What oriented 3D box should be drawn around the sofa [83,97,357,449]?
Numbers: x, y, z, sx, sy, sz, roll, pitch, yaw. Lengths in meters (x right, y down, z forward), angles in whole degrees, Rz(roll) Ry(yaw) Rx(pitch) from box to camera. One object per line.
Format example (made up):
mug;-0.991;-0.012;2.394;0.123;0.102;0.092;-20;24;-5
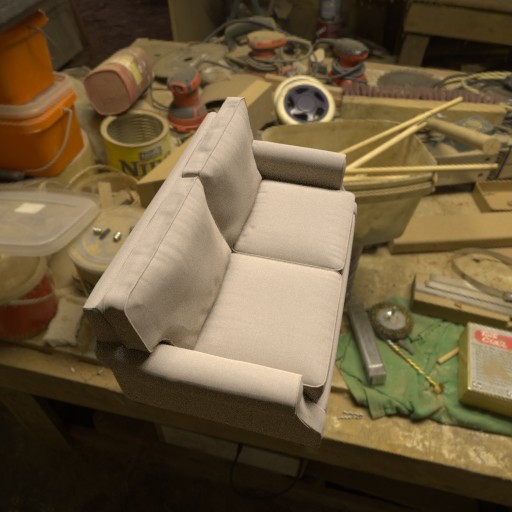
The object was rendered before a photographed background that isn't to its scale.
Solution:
sofa;0.000;0.000;2.266;0.964;0.937;1.665;10;48;10
